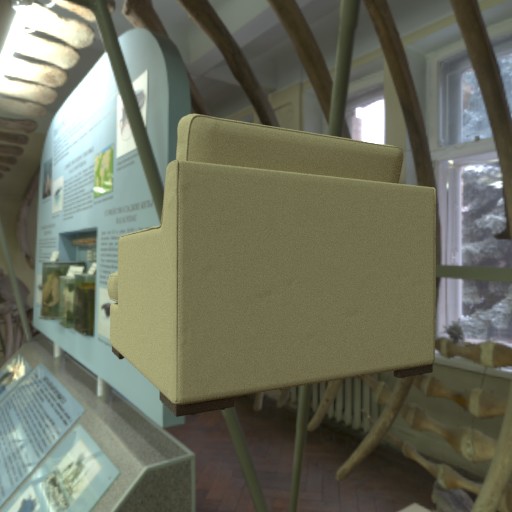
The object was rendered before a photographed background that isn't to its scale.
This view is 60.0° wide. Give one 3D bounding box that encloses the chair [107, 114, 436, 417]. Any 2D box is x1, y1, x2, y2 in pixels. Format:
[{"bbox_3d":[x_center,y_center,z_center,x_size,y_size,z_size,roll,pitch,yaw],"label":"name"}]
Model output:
[{"bbox_3d":[0.000,0.000,2.118,1.293,1.005,1.274,0,0,-36],"label":"chair"}]
